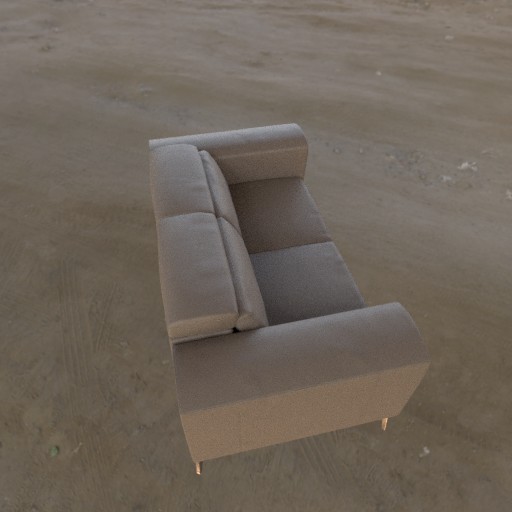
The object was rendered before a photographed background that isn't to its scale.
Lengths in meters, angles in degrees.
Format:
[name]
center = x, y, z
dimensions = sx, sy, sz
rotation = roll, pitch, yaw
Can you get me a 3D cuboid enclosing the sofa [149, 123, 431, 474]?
[sofa]
center = 0.000, 0.000, 2.436
dimensions = 1.003, 0.779, 1.895
rotation = -9, 46, -9
